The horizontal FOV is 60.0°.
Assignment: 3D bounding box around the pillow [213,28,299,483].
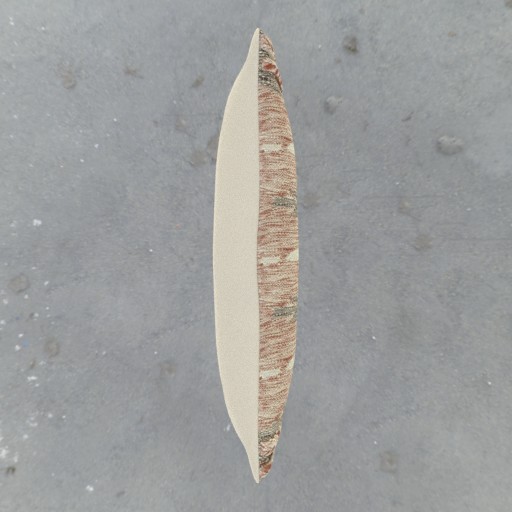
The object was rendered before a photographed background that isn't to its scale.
[{"bbox_3d":[0.000,0.000,0.723,0.139,0.282,0.635,0,91,0],"label":"pillow"}]
